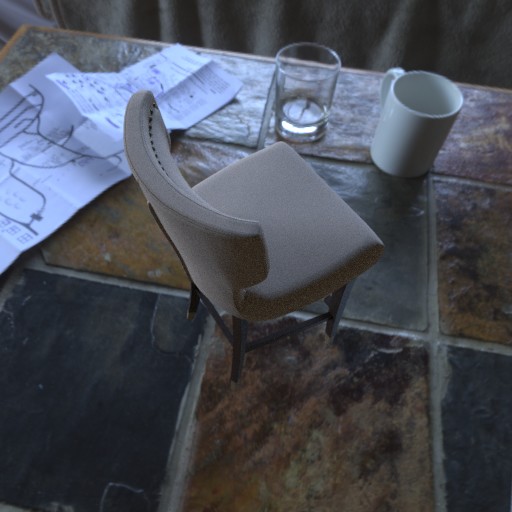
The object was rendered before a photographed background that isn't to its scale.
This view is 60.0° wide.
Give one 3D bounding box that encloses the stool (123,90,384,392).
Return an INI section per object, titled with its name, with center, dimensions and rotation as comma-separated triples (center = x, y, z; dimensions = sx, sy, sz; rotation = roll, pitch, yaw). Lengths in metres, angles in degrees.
[stool]
center = 0.000, 0.000, 1.416
dimensions = 0.563, 1.092, 0.526
rotation = -29, 63, -17
